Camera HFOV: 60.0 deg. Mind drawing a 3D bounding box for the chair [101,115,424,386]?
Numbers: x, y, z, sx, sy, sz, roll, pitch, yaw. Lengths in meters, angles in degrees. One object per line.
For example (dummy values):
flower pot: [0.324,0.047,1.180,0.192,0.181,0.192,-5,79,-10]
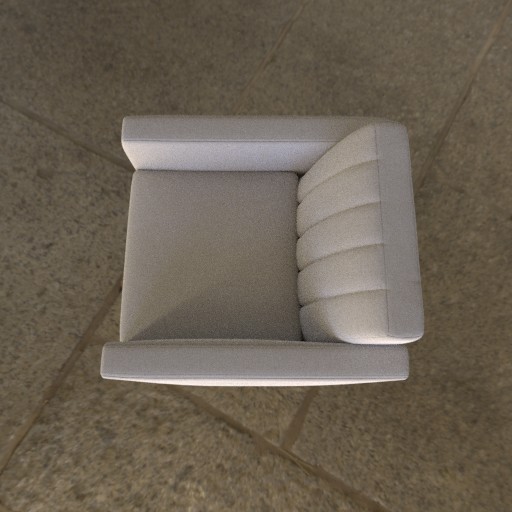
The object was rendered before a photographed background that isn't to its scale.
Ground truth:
chair: [0.000,0.000,1.699,0.998,0.819,0.953,0,76,0]
